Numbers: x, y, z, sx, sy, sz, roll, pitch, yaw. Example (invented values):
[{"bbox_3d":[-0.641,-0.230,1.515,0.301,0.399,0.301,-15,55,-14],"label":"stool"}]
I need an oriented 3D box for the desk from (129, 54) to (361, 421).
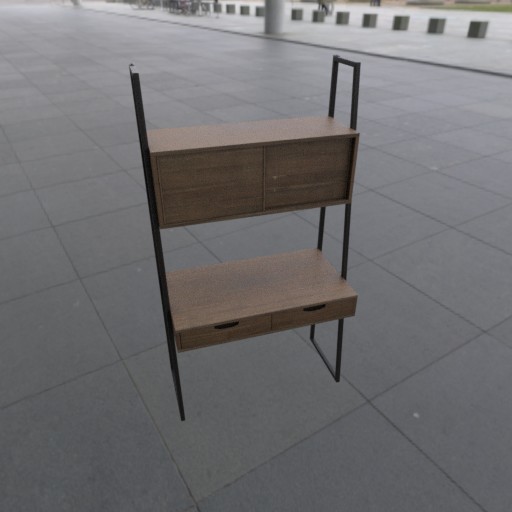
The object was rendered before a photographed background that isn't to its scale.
[{"bbox_3d":[0.000,0.000,2.280,0.982,1.809,0.515,-9,33,-15],"label":"desk"}]
